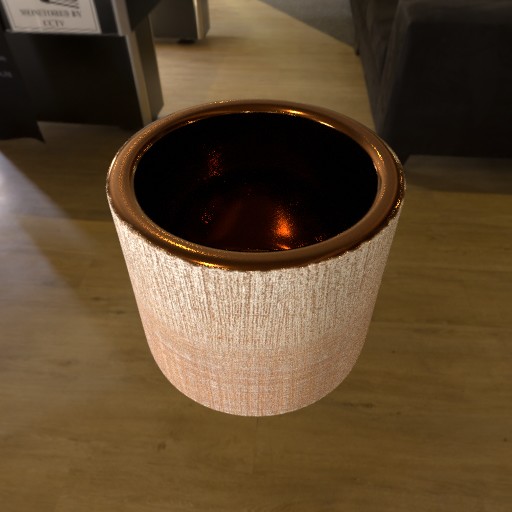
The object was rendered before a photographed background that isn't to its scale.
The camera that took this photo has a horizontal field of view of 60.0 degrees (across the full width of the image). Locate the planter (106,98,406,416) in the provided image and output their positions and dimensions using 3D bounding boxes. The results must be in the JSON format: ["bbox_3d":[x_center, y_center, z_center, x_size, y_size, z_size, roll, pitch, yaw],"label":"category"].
[{"bbox_3d":[0.000,0.000,0.319,0.177,0.157,0.177,0,45,0],"label":"planter"}]
